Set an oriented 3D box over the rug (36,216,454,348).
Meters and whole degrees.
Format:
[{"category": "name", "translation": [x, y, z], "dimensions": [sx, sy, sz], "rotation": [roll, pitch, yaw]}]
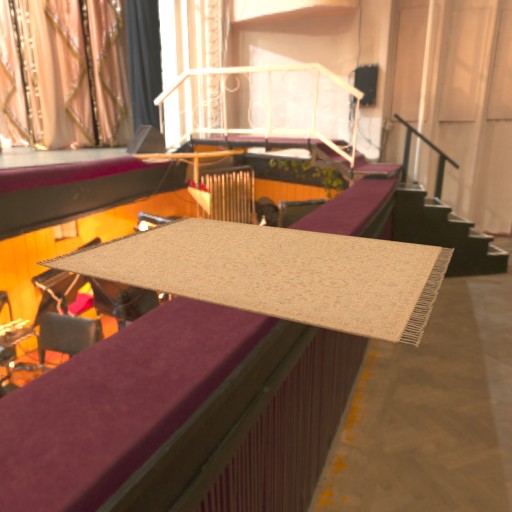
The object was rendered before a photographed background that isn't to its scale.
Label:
[{"category": "rug", "translation": [0.000, 0.000, 2.267], "dimensions": [1.771, 0.015, 1.223], "rotation": [9, 19, 27]}]
